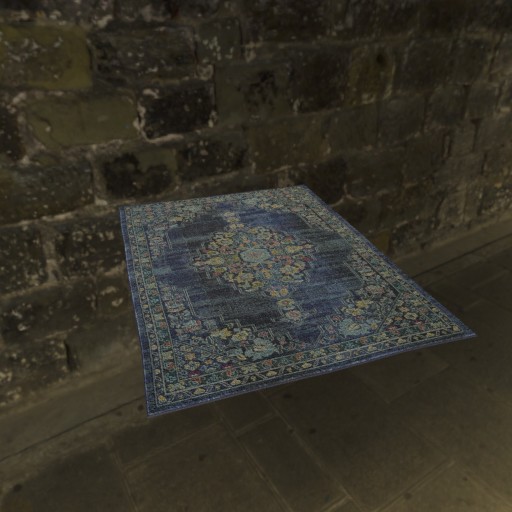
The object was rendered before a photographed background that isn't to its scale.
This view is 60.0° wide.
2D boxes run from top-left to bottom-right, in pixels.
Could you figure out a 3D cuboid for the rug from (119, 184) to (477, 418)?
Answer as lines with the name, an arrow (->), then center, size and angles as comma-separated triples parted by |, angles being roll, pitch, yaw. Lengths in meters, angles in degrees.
rug -> 0.000, 0.000, 4.811 | 2.716, 0.035, 3.612 | -9, 32, -15
